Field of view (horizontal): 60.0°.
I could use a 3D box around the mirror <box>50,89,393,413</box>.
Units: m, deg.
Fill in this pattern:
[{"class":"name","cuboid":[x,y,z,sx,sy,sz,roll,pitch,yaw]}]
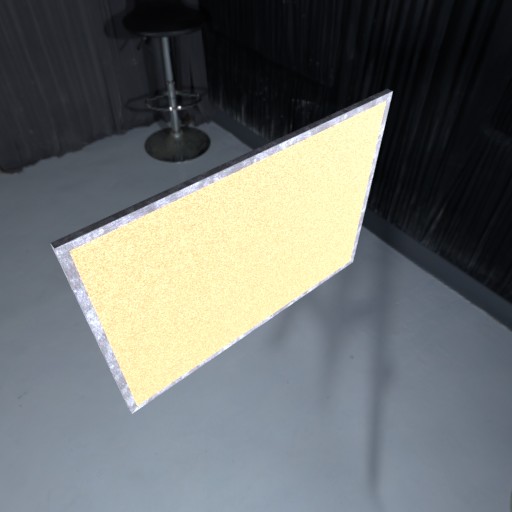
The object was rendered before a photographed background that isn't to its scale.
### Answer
[{"class":"mirror","cuboid":[0.000,0.000,1.455,1.101,0.795,0.022,-31,54,-26]}]
